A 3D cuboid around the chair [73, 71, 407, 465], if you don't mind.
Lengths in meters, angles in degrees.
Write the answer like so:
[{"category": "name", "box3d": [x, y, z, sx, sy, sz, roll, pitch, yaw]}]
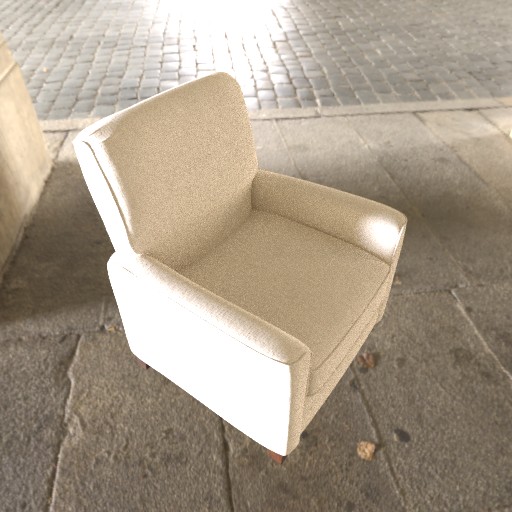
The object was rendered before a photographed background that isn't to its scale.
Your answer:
[{"category": "chair", "box3d": [0.000, 0.000, 1.601, 0.858, 1.028, 0.841, 25, 47, 26]}]
